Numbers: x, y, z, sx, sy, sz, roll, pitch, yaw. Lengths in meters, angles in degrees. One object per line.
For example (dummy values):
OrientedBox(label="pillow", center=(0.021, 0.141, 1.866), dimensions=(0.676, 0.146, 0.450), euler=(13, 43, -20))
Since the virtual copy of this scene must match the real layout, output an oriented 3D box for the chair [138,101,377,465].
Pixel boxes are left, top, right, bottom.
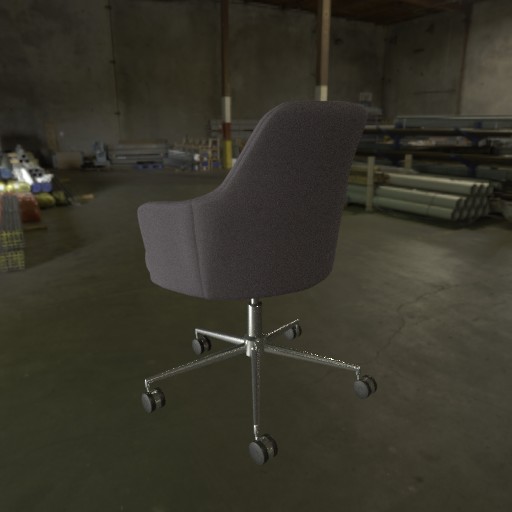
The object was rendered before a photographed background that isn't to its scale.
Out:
OrientedBox(label="chair", center=(0.000, 0.000, 1.272), dimensions=(0.655, 0.820, 0.600), euler=(-15, 22, -41))
